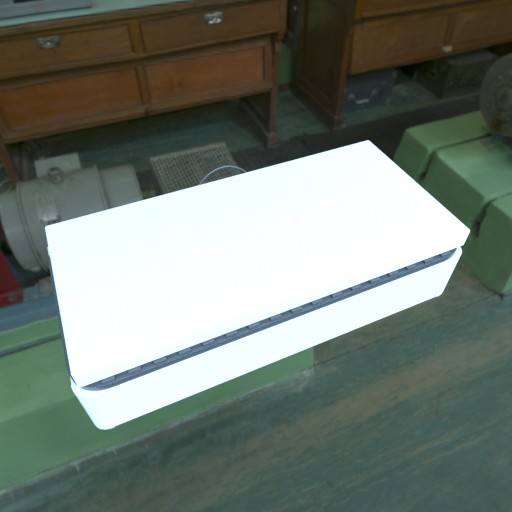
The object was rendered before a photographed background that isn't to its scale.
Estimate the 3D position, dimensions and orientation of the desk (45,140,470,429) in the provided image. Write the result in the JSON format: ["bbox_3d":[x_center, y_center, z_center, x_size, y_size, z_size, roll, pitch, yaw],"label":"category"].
[{"bbox_3d":[0.000,0.000,2.243,1.900,0.526,0.900,-18,49,-16],"label":"desk"}]
